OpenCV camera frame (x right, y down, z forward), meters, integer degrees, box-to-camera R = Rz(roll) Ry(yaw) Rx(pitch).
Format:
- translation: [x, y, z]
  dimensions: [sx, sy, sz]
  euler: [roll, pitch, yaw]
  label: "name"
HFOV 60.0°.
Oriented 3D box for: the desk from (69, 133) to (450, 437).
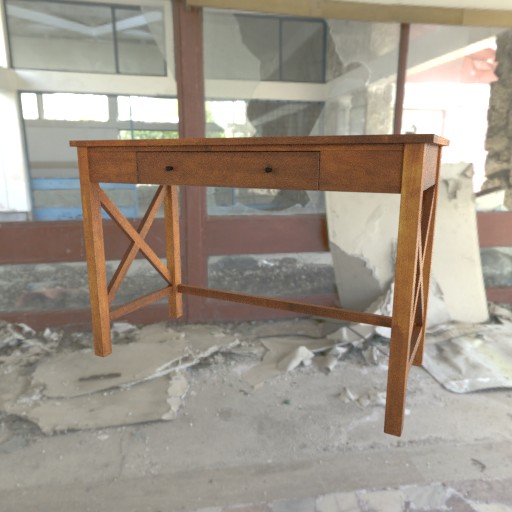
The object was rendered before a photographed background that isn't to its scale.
- translation: [0.000, 0.000, 1.509]
  dimensions: [1.117, 0.762, 0.508]
  euler: [6, 14, 26]
  label: "desk"
